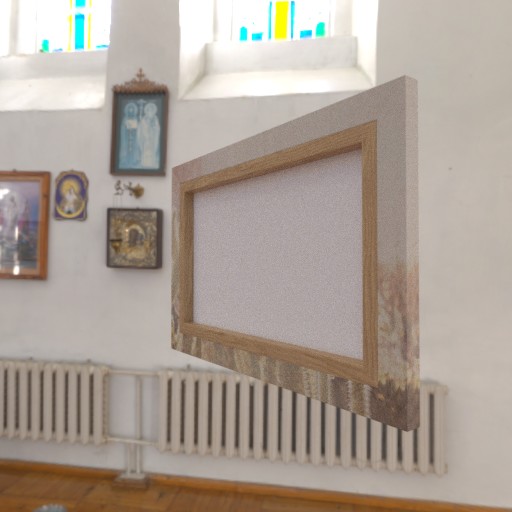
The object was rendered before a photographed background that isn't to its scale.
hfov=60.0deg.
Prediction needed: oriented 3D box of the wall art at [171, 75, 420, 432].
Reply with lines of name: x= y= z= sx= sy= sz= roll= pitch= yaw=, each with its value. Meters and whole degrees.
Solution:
wall art: x=0.000 y=0.000 z=1.133 sx=0.040 sy=0.608 sz=0.916 roll=1 pitch=-1 yaw=-36
